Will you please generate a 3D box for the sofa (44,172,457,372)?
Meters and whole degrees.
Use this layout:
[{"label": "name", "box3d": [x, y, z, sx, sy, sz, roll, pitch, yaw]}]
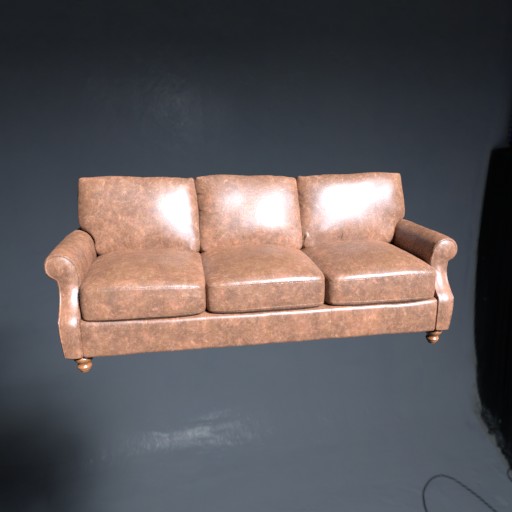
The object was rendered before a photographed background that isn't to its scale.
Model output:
[{"label": "sofa", "box3d": [0.000, 0.000, 2.807, 2.351, 0.977, 0.973, -3, 15, -9]}]
